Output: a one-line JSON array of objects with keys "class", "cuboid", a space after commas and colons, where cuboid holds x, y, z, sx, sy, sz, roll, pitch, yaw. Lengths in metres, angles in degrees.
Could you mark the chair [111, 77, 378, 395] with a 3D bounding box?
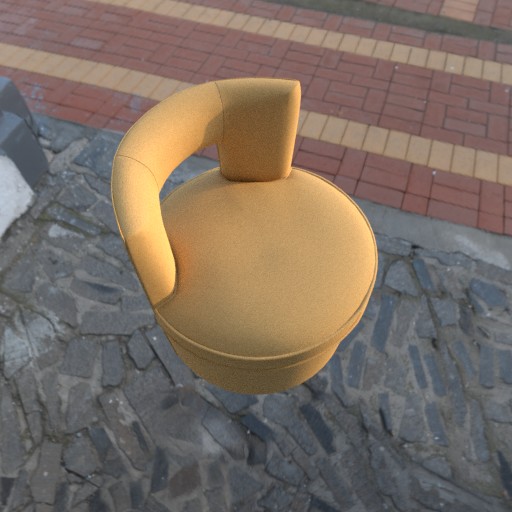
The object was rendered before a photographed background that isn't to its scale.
[{"class": "chair", "cuboid": [0.000, 0.000, 1.253, 0.665, 0.723, 0.650, 32, 63, 19]}]
